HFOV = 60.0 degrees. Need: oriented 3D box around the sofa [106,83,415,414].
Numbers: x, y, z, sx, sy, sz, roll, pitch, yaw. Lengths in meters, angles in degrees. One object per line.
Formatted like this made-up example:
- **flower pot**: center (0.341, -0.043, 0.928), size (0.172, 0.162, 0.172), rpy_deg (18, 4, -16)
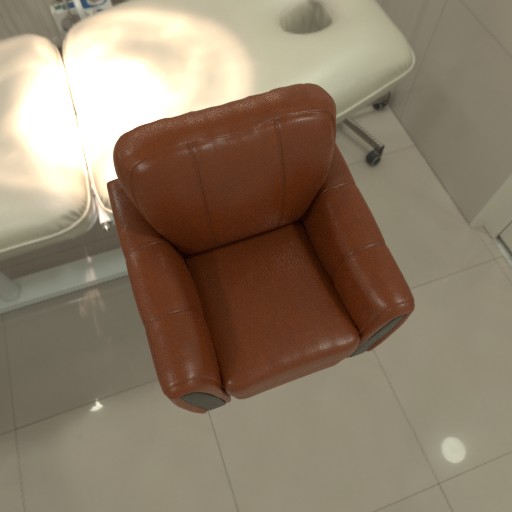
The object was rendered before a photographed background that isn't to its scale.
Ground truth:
- **sofa**: center (0.000, 0.000, 1.514), size (0.836, 0.876, 0.789), rpy_deg (-18, 65, -9)
